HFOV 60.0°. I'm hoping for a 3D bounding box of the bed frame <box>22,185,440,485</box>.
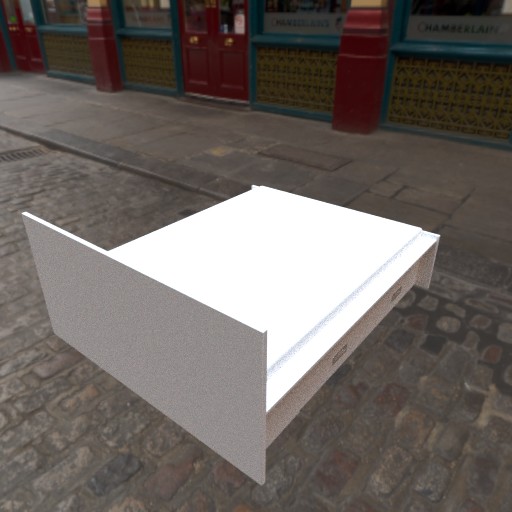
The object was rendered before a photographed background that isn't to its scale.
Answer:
[{"bbox_3d":[0.000,0.000,2.772,1.622,0.800,1.960,21,35,33],"label":"bed frame"}]
